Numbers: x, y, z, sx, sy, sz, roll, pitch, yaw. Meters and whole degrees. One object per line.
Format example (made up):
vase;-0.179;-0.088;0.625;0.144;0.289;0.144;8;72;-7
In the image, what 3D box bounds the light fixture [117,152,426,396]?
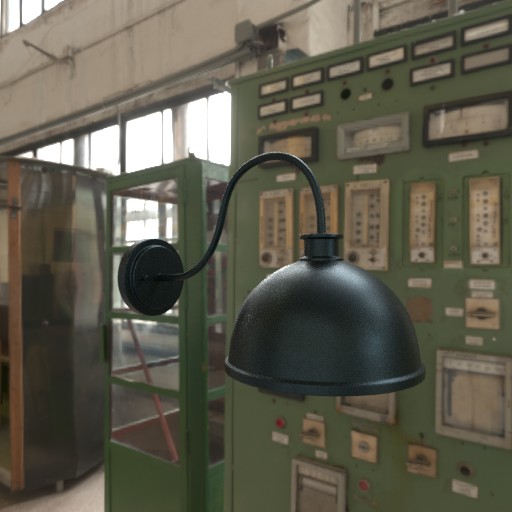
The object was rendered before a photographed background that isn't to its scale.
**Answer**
light fixture;0.000;0.000;0.644;0.467;0.295;0.253;-1;-2;37
